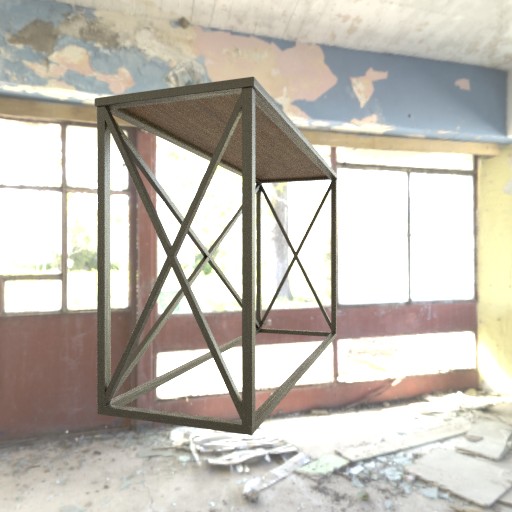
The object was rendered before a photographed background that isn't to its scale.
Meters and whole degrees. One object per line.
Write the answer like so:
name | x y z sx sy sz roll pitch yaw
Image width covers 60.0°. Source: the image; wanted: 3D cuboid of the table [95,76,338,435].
table | 0.000 0.000 1.566 0.402 0.753 1.216 0 0 19
